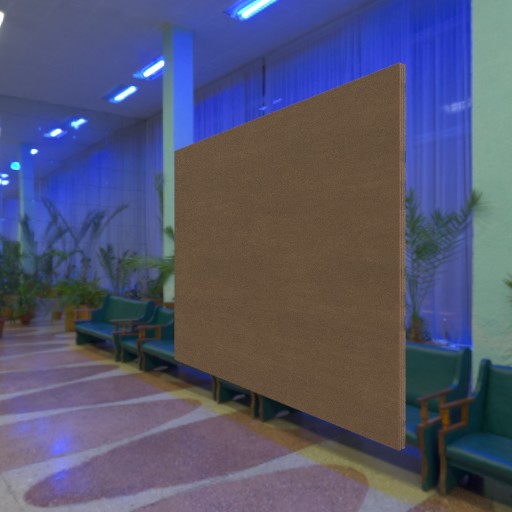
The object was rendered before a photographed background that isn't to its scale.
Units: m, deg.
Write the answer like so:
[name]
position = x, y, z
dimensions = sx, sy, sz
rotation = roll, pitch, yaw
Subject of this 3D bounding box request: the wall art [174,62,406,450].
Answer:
[wall art]
position = 0.000, 0.000, 0.670
dimensions = 0.012, 0.408, 0.508
rotation = 0, 0, -38
